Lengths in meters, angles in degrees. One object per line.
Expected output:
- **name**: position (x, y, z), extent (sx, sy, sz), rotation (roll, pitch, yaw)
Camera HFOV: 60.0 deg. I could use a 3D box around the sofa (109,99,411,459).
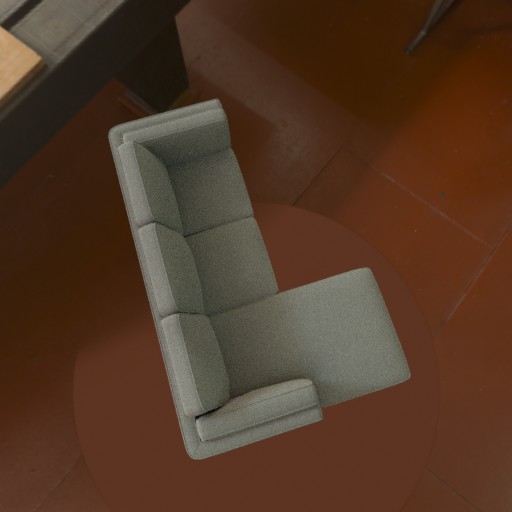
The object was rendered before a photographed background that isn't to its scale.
- **sofa**: position (0.000, 0.000, 3.317), extent (1.604, 0.929, 2.411), rotation (-17, 76, -4)
